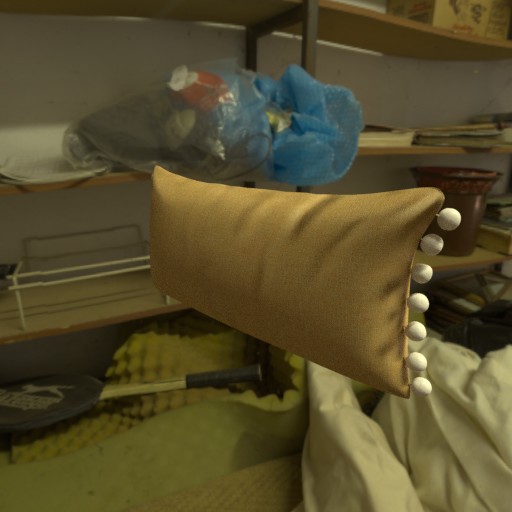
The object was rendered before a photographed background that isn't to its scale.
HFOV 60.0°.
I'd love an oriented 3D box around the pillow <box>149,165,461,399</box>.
[{"bbox_3d":[0.000,0.000,0.836,0.709,0.322,0.201,16,23,42],"label":"pillow"}]
